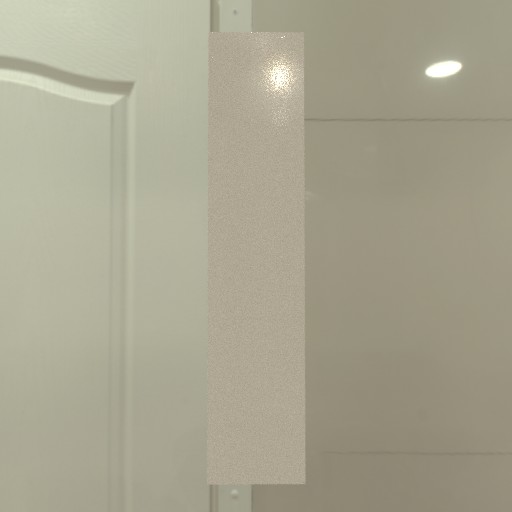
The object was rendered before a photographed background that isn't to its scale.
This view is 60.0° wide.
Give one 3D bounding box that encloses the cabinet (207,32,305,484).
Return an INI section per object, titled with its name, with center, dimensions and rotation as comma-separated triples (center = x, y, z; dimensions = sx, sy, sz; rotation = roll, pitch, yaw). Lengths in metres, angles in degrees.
[cabinet]
center = 0.000, 0.000, 1.507
dimensions = 0.300, 1.400, 0.270
rotation = 0, -2, 0
